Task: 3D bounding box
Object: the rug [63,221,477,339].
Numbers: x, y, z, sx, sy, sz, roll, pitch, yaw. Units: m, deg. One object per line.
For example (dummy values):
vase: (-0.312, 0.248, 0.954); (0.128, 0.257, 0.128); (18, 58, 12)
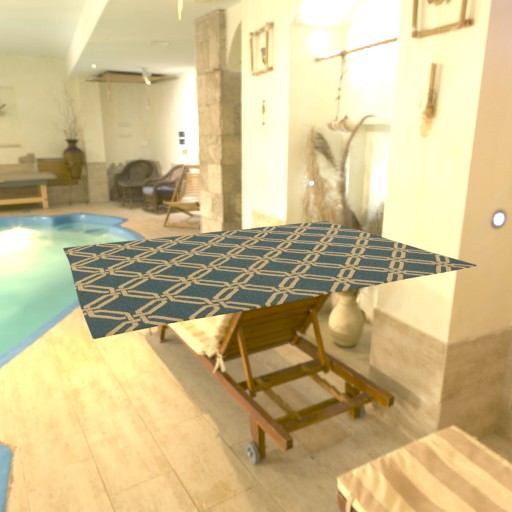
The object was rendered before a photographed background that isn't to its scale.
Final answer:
rug: (0.000, 0.000, 2.761); (2.135, 0.013, 1.524); (-8, 17, -26)
